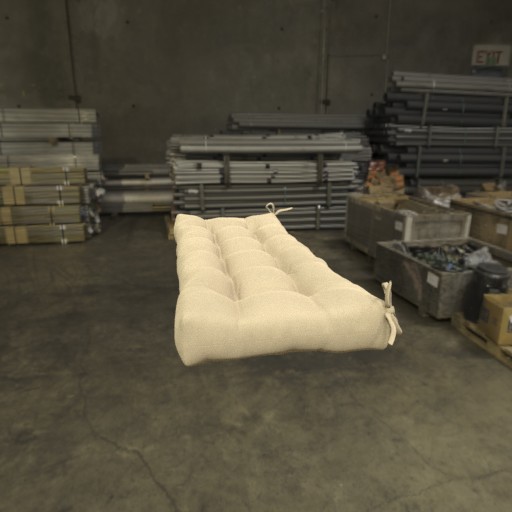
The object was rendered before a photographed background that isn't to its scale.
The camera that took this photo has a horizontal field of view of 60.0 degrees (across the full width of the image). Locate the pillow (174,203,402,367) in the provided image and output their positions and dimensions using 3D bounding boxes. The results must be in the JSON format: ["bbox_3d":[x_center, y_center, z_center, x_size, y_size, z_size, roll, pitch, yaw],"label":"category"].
[{"bbox_3d":[0.000,0.000,1.400,0.511,0.174,1.194,-3,16,-10],"label":"pillow"}]
